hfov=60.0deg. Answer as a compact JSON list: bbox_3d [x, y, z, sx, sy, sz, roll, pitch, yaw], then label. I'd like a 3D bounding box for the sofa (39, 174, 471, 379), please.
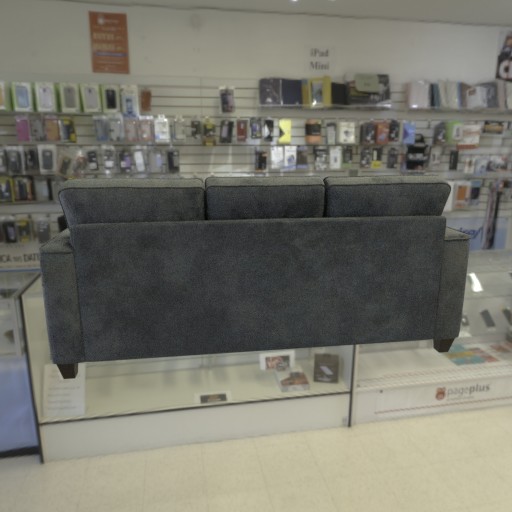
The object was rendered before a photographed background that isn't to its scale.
[{"bbox_3d":[0.000,0.000,2.603,2.133,0.965,0.939,-2,14,-8],"label":"sofa"}]
